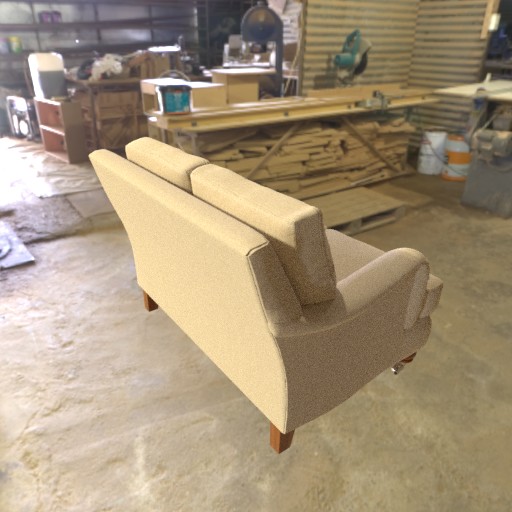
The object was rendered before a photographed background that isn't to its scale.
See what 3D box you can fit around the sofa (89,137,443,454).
[{"bbox_3d":[0.000,0.000,2.233,1.087,1.048,1.508,-18,32,-32],"label":"sofa"}]
